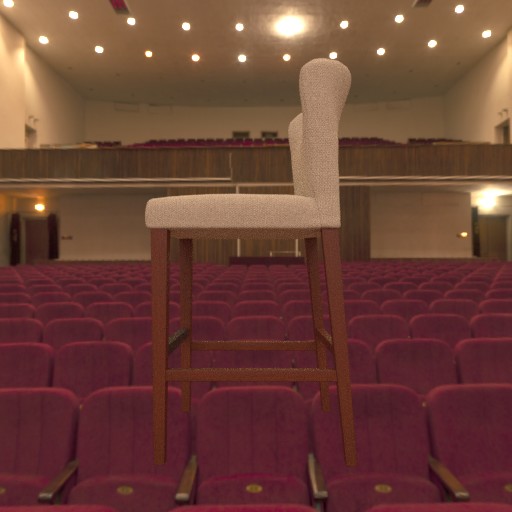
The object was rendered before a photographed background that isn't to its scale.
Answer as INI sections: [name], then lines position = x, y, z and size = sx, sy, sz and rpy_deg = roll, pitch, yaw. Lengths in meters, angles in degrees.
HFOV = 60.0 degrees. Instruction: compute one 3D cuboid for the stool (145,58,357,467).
[stool]
position = 0.000, 0.000, 1.346
size = 0.568, 1.069, 0.481
rpy_deg = 0, -1, 0
